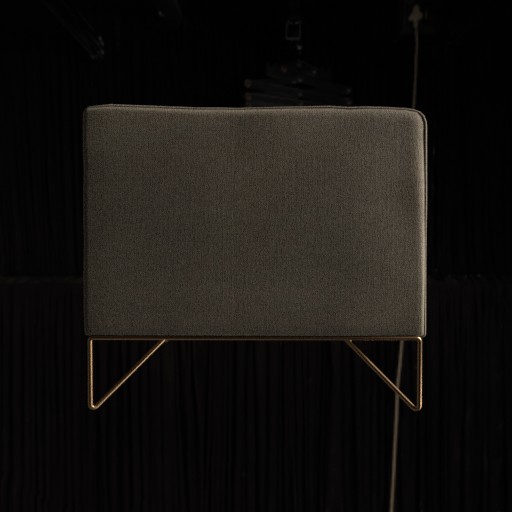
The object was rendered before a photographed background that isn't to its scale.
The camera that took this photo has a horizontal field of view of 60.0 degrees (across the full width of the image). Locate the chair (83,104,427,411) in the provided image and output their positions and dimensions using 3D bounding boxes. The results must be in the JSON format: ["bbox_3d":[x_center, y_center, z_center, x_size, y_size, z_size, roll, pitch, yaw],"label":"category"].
[{"bbox_3d":[0.000,0.000,1.592,0.912,0.799,0.920,0,0,1],"label":"chair"}]
